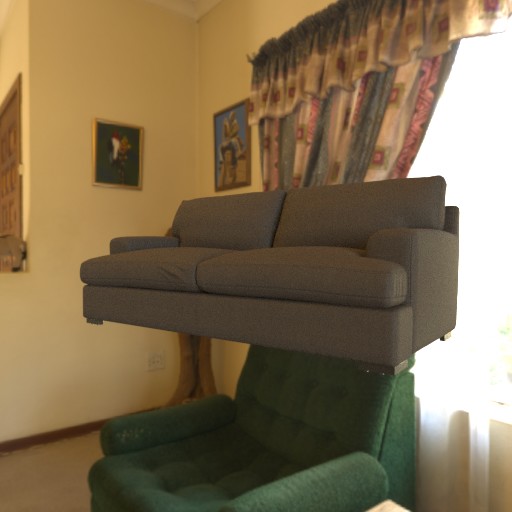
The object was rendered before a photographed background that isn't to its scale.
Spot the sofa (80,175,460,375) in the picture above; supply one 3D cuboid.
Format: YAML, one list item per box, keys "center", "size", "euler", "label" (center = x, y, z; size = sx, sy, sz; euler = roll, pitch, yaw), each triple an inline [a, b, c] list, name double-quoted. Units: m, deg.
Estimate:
- center: [0.000, 0.000, 2.848]
  size: [2.271, 0.950, 1.140]
  euler: [1, 1, 37]
  label: "sofa"
